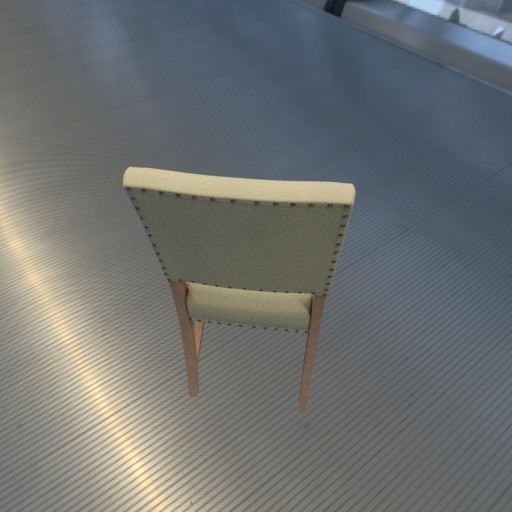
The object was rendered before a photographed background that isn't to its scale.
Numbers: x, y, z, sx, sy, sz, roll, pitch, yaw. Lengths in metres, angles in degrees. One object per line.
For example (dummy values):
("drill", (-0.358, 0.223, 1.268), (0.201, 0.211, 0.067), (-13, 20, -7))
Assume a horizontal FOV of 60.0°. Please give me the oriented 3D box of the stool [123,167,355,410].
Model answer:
("stool", (0.000, 0.000, 1.364), (0.508, 0.986, 0.623), (5, 47, 5))
